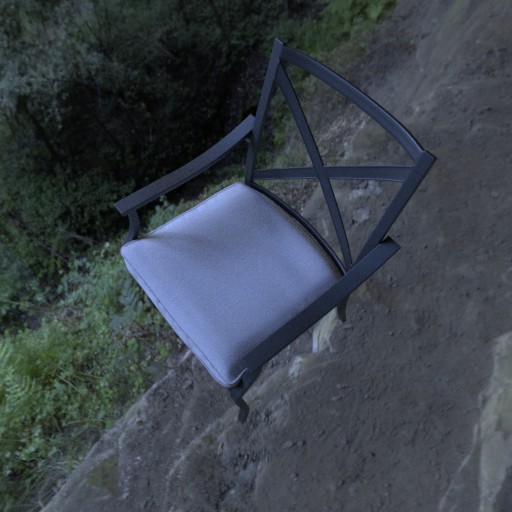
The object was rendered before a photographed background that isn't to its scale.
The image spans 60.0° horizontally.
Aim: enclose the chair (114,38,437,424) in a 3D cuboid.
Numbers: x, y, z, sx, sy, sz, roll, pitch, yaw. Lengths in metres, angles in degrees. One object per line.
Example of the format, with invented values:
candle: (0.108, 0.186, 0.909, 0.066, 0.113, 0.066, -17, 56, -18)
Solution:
chair: (0.000, 0.000, 1.287, 0.620, 0.889, 0.575, -36, 67, -18)
